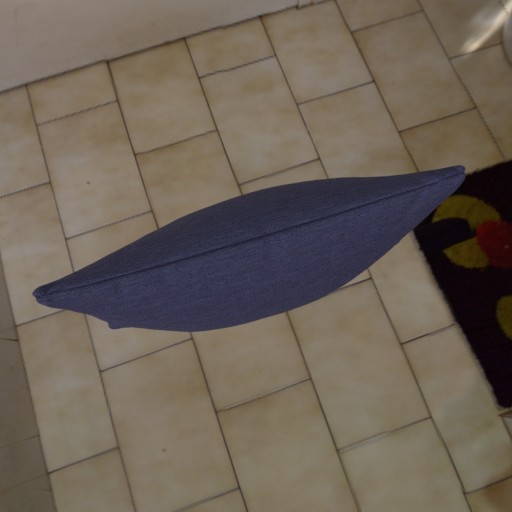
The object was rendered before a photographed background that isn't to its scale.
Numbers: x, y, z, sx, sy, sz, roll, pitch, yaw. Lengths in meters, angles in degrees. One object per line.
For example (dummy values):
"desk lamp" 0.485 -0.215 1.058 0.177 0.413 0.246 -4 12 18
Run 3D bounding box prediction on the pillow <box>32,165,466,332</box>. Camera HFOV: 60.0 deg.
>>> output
"pillow" 0.000 0.000 0.773 0.633 0.338 0.210 -17 76 -4
